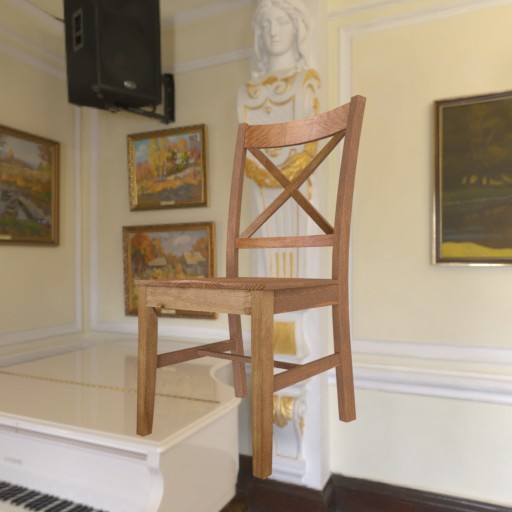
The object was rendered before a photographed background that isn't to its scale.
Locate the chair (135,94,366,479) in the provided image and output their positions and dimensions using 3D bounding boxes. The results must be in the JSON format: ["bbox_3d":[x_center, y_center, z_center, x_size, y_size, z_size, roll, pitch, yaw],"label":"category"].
[{"bbox_3d":[0.000,0.000,1.307,0.485,0.983,0.542,-1,-1,36],"label":"chair"}]
